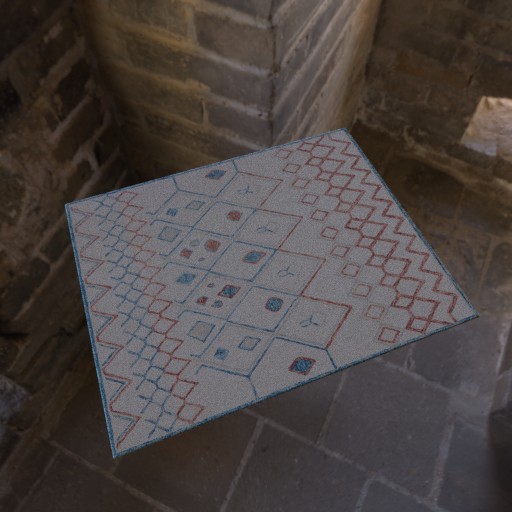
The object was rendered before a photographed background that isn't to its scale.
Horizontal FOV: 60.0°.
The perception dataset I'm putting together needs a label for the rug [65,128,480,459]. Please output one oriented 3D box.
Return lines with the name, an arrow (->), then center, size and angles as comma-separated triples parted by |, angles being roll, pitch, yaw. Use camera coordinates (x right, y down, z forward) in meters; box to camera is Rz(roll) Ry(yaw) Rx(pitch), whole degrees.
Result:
rug -> 0.000, 0.000, 3.994 | 3.050, 0.016, 2.441 | -18, 59, -11
